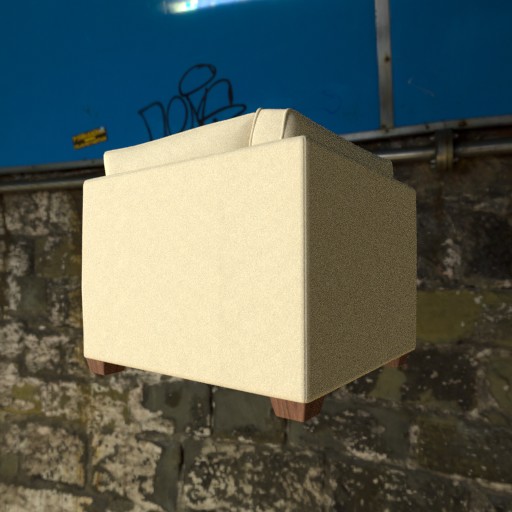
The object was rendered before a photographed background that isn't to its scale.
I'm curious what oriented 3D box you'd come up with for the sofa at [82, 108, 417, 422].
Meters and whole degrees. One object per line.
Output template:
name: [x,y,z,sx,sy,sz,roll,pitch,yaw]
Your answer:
sofa: [0.000,0.000,2.011,1.146,1.002,1.084,-1,-2,36]
